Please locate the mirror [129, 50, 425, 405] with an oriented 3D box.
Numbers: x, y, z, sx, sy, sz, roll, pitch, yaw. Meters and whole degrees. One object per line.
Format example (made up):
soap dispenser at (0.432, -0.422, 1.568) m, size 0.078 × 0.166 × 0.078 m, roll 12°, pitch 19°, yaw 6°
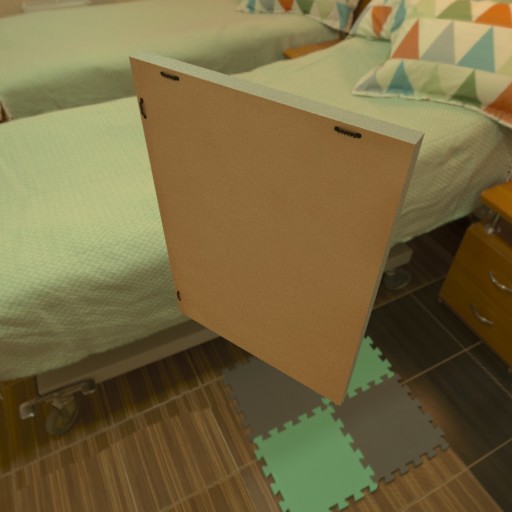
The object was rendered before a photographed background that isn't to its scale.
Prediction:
mirror at (0.000, 0.000, 0.920) m, size 0.507 × 0.710 × 0.039 m, roll 26°, pitch 51°, yaw 23°
